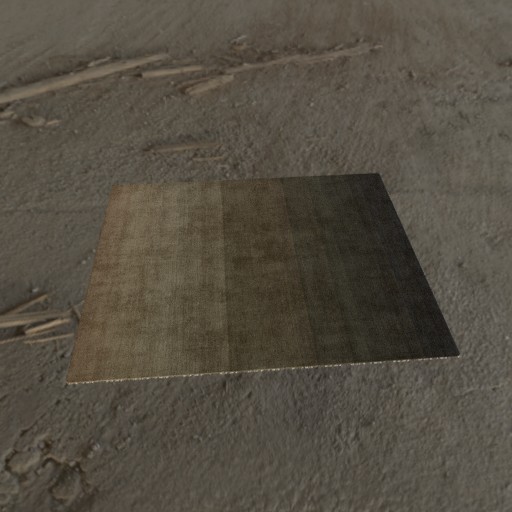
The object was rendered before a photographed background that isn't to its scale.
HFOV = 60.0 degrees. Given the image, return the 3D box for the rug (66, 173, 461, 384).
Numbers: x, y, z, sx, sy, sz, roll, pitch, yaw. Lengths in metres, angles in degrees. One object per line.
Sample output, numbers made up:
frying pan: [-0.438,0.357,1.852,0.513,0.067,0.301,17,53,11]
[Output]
rug: [0.000,0.000,4.014,2.902,0.017,2.306,-3,47,-3]
